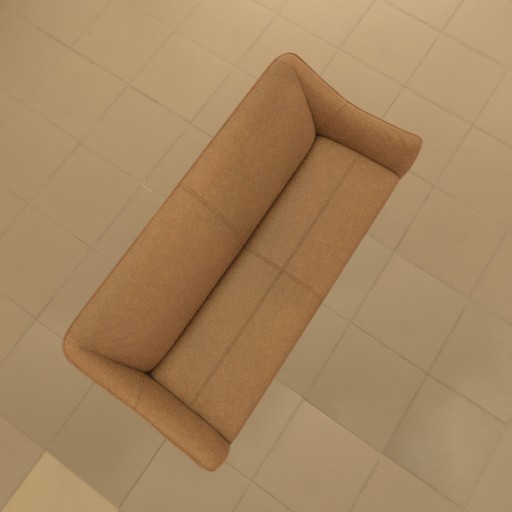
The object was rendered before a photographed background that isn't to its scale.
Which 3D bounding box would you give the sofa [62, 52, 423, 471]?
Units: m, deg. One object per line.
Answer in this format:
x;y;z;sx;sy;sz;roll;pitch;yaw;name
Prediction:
0.000;0.000;2.349;0.869;0.830;1.928;33;78;8;sofa
